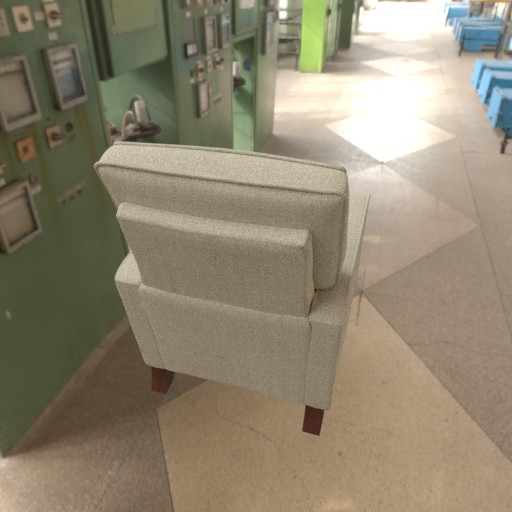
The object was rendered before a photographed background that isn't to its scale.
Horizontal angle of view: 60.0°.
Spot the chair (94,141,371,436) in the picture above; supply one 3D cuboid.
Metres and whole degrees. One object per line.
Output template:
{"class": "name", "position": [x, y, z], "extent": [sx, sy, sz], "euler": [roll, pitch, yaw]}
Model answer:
{"class": "chair", "position": [0.000, 0.000, 1.445], "extent": [0.648, 0.888, 0.754], "euler": [10, 34, 15]}
